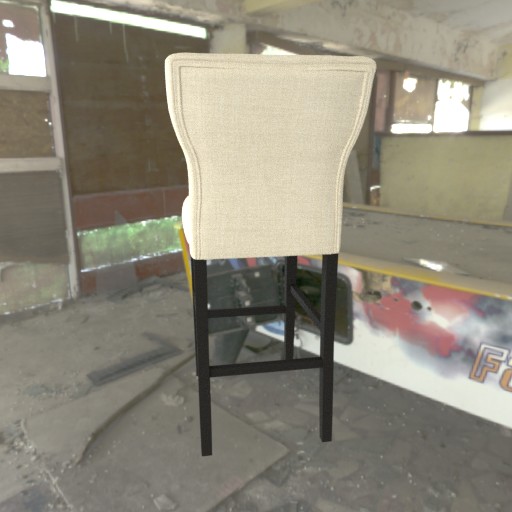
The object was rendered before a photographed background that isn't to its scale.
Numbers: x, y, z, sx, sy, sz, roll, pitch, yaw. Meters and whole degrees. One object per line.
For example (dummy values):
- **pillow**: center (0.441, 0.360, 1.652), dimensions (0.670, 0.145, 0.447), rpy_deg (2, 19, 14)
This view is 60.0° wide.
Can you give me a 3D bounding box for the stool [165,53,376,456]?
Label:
- **stool**: center (0.000, 0.000, 1.442), dimensions (0.516, 1.124, 0.603), rpy_deg (-3, 15, -10)
